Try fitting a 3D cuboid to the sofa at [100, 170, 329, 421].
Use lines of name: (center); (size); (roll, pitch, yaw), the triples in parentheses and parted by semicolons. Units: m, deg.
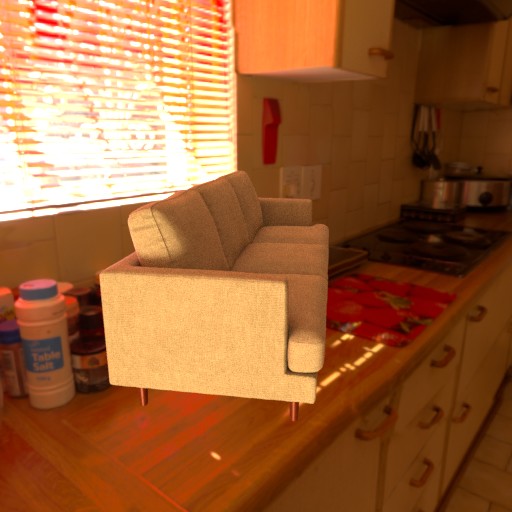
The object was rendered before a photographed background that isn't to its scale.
sofa: (0.000, 0.000, 2.791); (0.903, 0.930, 2.246); (2, 15, 9)
